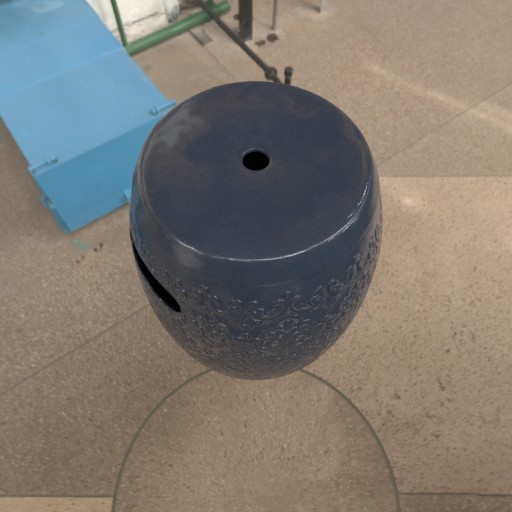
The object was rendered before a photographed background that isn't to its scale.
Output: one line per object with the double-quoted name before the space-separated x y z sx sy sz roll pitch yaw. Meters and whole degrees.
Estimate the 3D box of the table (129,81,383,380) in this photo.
"table" 0.000 0.000 0.608 0.309 0.397 0.309 0 61 0
